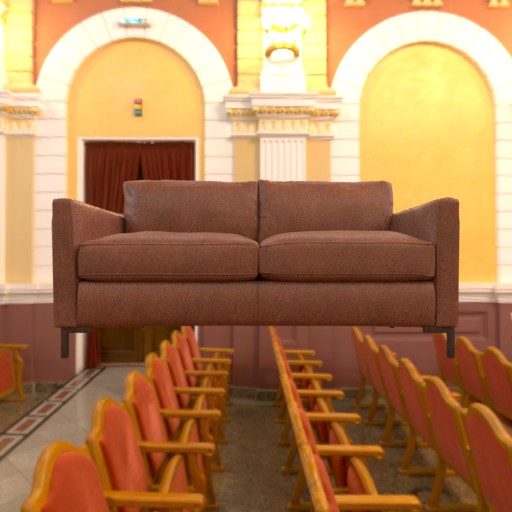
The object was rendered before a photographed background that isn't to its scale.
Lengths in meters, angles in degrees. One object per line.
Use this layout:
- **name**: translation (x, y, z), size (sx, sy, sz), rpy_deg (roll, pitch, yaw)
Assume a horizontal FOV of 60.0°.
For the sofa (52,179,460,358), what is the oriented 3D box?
- **sofa**: translation (0.000, 0.000, 2.305), size (1.797, 0.883, 0.899), rpy_deg (0, 0, 0)
